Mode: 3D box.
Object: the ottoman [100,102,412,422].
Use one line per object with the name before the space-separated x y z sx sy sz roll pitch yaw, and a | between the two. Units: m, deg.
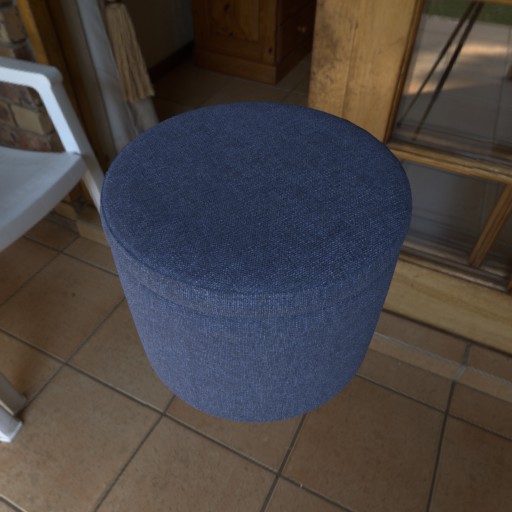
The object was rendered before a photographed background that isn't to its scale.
ottoman | 0.000 0.000 0.883 0.520 0.430 0.520 0 47 0
